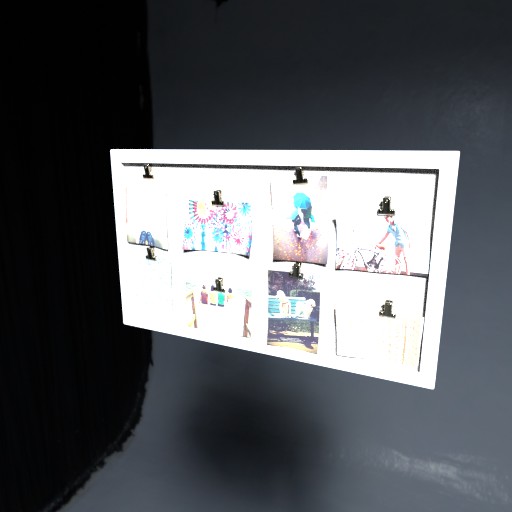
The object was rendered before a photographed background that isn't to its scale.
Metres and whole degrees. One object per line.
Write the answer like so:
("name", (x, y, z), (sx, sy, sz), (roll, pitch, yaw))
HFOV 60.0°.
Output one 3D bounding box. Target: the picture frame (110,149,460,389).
("picture frame", (0.000, 0.000, 0.816), (0.647, 0.379, 0.044), (6, 15, 24))
